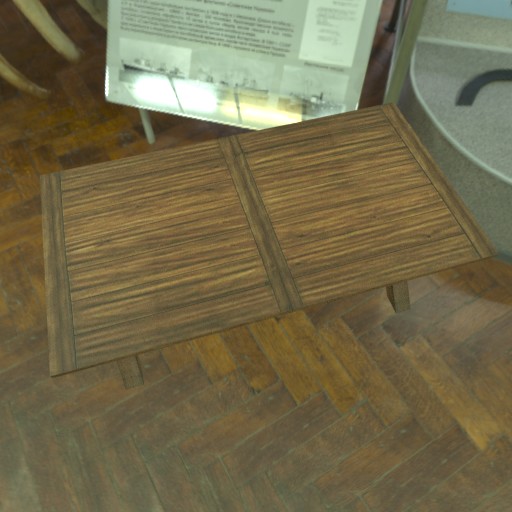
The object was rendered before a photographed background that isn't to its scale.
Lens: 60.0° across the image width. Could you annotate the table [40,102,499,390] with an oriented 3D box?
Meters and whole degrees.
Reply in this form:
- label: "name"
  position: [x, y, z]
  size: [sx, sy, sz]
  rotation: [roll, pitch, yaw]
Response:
- label: "table"
  position: [0.000, 0.000, 2.457]
  size: [1.966, 0.793, 1.071]
  rotation: [-14, 59, -9]
